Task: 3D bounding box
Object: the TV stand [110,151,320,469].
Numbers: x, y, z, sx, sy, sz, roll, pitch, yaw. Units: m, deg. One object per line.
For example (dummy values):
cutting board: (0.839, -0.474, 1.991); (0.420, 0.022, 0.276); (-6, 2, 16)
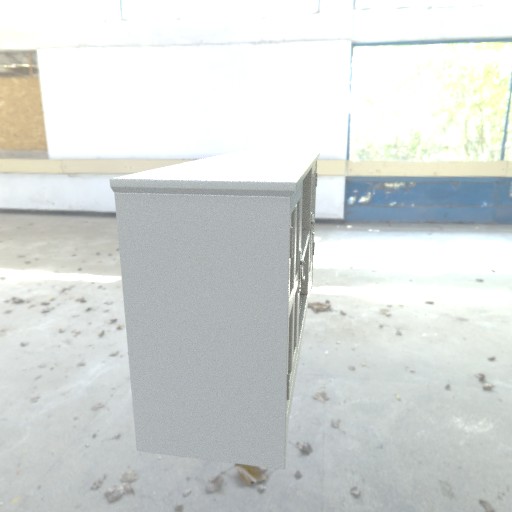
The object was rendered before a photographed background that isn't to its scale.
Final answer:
TV stand: (0.000, 0.000, 1.421); (0.344, 0.603, 1.167); (3, 16, 10)
